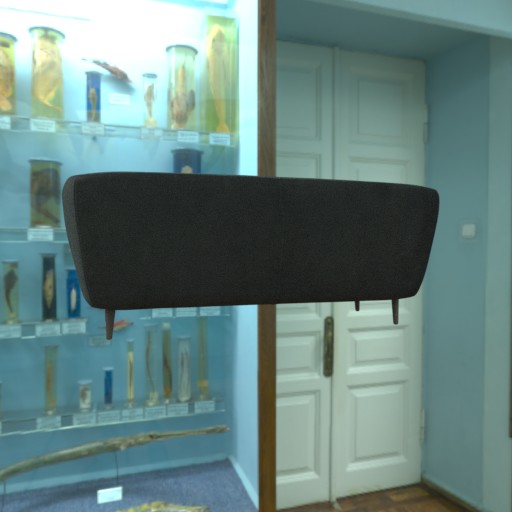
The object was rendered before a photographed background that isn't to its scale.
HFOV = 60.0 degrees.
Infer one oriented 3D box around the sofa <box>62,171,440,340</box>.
[{"bbox_3d":[0.000,0.000,2.816,2.296,0.875,0.956,0,1,-16],"label":"sofa"}]
